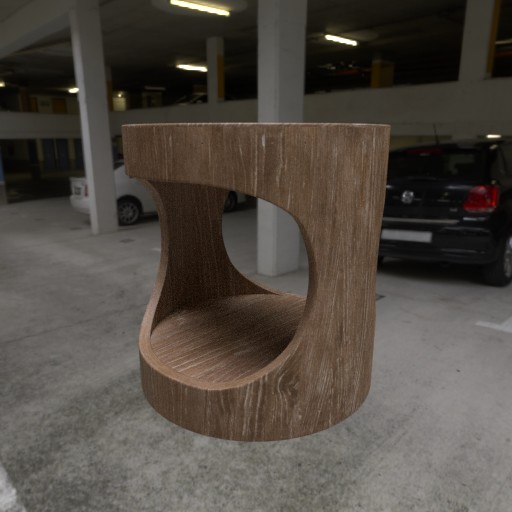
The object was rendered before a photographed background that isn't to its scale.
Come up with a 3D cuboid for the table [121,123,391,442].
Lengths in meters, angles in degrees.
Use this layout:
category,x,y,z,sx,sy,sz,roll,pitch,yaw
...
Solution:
category,x,y,z,sx,sy,sz,roll,pitch,yaw
table,0.000,0.000,0.978,0.527,0.551,0.527,0,15,0
